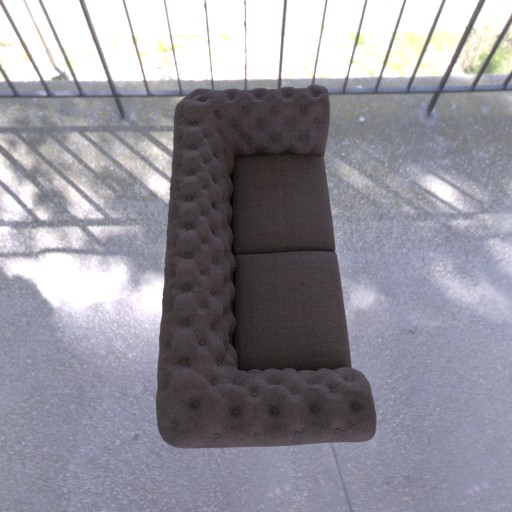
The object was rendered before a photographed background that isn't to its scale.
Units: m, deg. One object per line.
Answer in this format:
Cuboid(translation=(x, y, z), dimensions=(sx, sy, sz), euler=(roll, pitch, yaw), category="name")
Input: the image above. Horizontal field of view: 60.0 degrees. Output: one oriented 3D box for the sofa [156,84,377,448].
Cuboid(translation=(0.000, 0.000, 2.547), dimensions=(0.944, 0.780, 2.048), euler=(-2, 63, -1), category="sofa")
